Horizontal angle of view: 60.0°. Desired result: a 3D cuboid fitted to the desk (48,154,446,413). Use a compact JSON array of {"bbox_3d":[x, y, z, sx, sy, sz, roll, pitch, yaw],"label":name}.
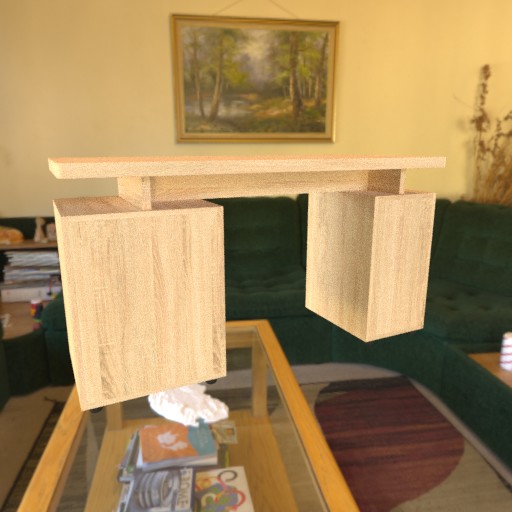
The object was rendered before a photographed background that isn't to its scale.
[{"bbox_3d":[0.000,0.000,1.750,1.400,0.760,0.550,-7,16,-26],"label":"desk"}]
